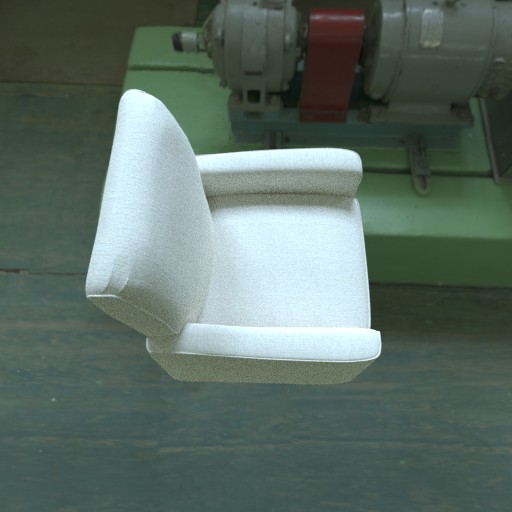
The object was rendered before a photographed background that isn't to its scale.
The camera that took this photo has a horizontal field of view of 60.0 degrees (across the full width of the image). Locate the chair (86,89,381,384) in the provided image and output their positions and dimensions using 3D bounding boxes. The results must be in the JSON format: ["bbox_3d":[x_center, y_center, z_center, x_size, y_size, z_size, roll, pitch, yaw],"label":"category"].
[{"bbox_3d":[0.000,0.000,1.649,0.858,1.028,0.841,1,65,0],"label":"chair"}]
